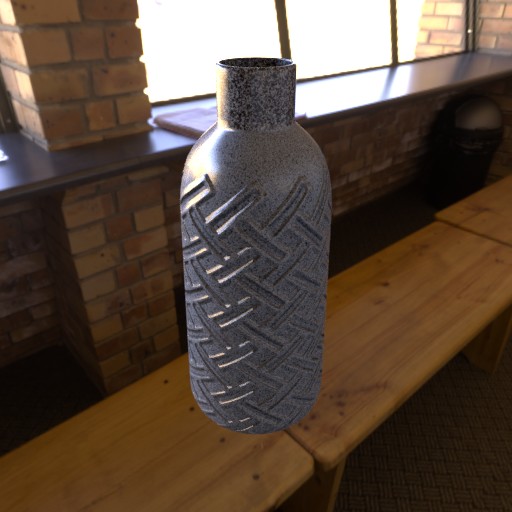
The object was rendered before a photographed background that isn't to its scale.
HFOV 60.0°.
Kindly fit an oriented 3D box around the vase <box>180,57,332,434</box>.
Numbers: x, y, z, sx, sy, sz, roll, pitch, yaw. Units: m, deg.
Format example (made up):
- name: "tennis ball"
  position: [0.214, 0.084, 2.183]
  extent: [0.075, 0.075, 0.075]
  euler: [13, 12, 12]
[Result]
- name: "vase"
  position: [0.000, 0.000, 0.349]
  extent: [0.122, 0.282, 0.122]
  euler: [0, 31, 0]
